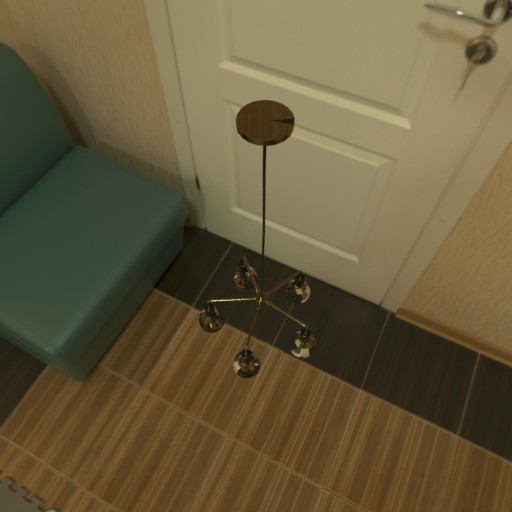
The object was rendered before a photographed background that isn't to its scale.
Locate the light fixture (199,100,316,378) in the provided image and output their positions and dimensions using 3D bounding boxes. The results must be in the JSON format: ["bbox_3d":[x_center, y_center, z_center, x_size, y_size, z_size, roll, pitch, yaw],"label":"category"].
[{"bbox_3d":[0.000,0.000,1.251,0.421,0.988,0.438,-2,59,-1],"label":"light fixture"}]
